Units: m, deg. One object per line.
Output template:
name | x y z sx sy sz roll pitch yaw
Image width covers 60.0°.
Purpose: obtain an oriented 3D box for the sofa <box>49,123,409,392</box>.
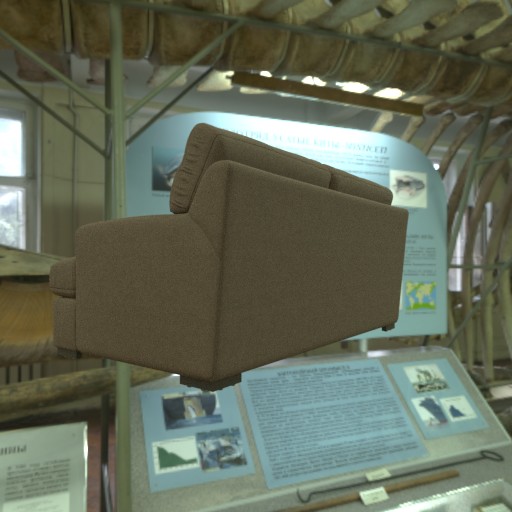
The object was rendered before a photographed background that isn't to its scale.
sofa | 0.000 0.000 2.479 1.140 0.950 1.869 0 -1 37
